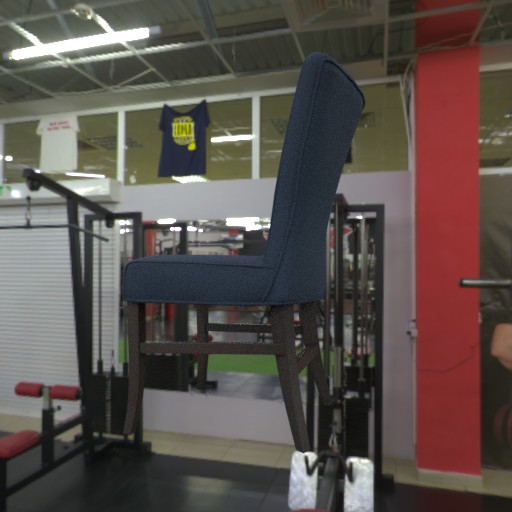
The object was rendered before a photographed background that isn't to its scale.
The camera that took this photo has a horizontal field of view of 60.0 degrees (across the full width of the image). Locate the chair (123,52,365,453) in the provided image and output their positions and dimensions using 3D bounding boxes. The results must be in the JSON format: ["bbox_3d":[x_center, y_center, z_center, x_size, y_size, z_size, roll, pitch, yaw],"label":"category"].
[{"bbox_3d":[0.000,0.000,1.371,0.660,0.991,0.520,0,-1,18],"label":"chair"}]
